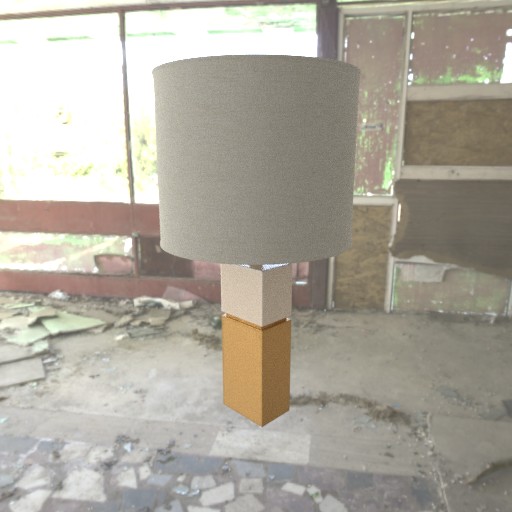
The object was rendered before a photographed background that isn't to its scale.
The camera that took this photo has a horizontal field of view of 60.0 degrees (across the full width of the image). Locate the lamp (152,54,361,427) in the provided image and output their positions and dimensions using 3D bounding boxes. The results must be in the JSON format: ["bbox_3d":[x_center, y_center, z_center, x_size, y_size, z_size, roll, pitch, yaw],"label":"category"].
[{"bbox_3d":[0.000,0.000,0.545,0.229,0.417,0.229,13,19,43],"label":"lamp"}]
